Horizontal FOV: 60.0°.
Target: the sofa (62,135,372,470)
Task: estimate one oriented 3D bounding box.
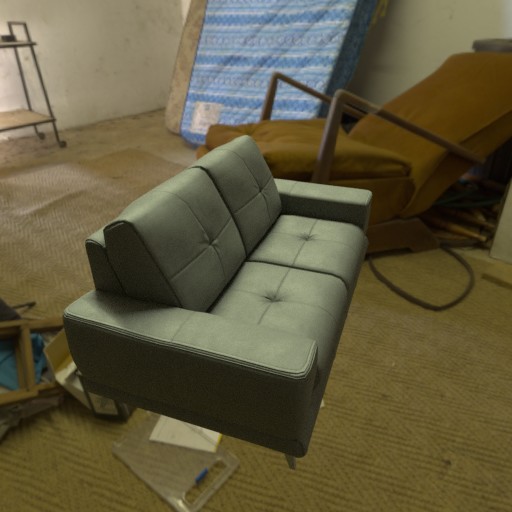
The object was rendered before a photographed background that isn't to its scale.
[{"bbox_3d":[0.000,0.000,2.339,1.018,0.907,1.806,10,31,17],"label":"sofa"}]
